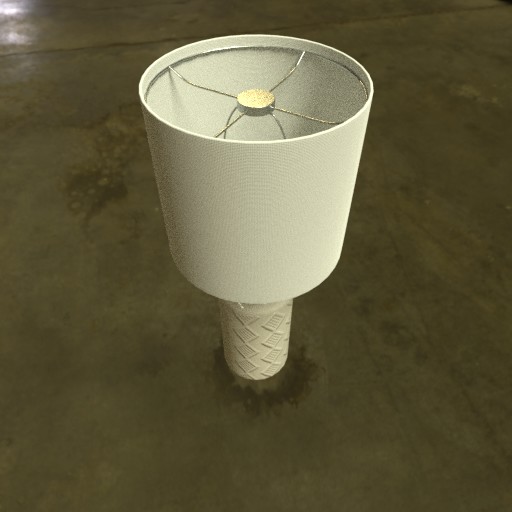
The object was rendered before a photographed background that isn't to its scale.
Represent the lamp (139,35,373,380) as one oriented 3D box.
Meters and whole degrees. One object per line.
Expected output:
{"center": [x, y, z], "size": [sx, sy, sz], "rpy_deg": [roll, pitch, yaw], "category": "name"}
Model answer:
{"center": [0.000, 0.000, 0.563], "size": [0.207, 0.461, 0.207], "rpy_deg": [23, 51, 20], "category": "lamp"}
